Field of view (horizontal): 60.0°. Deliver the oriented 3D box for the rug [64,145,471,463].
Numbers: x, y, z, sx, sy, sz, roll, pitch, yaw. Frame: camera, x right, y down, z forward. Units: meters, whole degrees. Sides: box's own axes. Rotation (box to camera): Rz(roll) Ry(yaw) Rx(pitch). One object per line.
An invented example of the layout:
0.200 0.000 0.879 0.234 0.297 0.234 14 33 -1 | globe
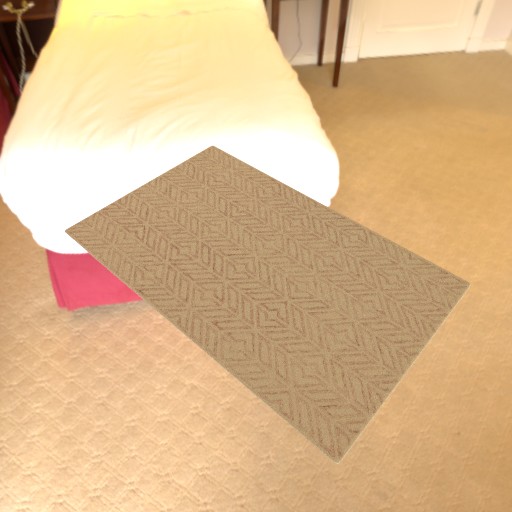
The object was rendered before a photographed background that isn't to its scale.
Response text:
0.000 0.000 3.079 2.438 0.008 1.523 33 55 27 | rug
